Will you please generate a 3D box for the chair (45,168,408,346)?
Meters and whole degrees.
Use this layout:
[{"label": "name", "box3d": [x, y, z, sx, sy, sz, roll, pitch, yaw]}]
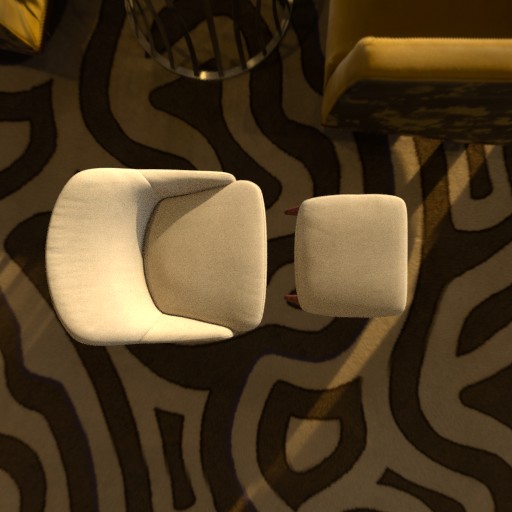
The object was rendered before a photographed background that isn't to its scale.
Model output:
[{"label": "chair", "box3d": [0.000, 0.000, 1.596, 1.114, 0.866, 0.584, 0, 91, 0]}]
